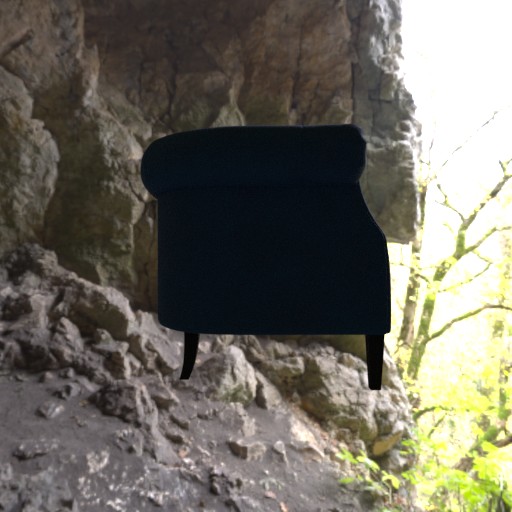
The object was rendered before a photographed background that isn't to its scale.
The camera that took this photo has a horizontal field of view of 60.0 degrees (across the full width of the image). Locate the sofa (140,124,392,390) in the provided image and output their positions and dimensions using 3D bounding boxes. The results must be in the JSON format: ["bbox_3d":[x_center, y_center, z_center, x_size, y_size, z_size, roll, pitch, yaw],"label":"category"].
[{"bbox_3d":[0.000,0.000,2.055,0.835,0.827,1.558,0,0,-1],"label":"sofa"}]
